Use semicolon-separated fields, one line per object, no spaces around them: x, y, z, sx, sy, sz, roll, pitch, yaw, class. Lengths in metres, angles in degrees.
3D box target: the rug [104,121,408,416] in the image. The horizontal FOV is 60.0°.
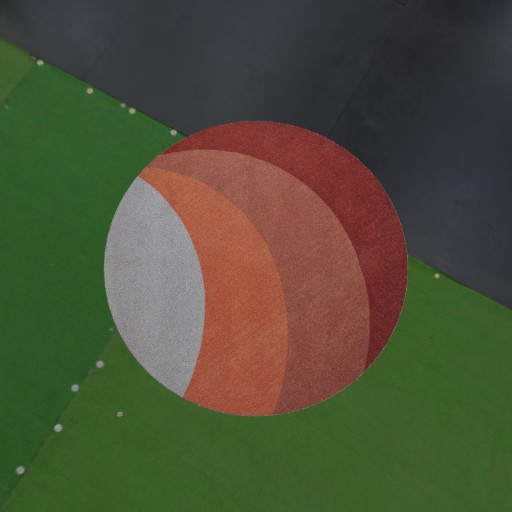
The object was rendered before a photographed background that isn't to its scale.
0.000;0.000;2.217;1.514;0.015;1.514;0;75;0;rug
